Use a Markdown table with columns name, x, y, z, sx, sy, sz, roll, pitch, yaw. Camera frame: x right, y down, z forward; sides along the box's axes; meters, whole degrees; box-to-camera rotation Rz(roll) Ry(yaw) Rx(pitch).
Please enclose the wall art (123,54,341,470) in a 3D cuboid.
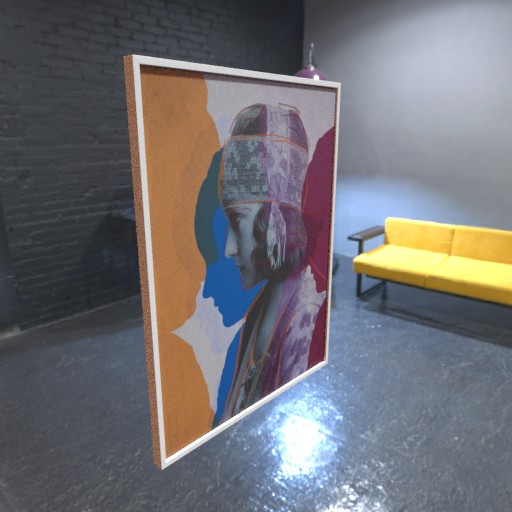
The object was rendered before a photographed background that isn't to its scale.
| name | x | y | z | sx | sy | sz | roll | pitch | yaw |
| --- | --- | --- | --- | --- | --- | --- | --- | --- | --- |
| wall art | 0.000 | 0.000 | 1.364 | 0.039 | 1.050 | 0.795 | 14 | 21 | 41 |
